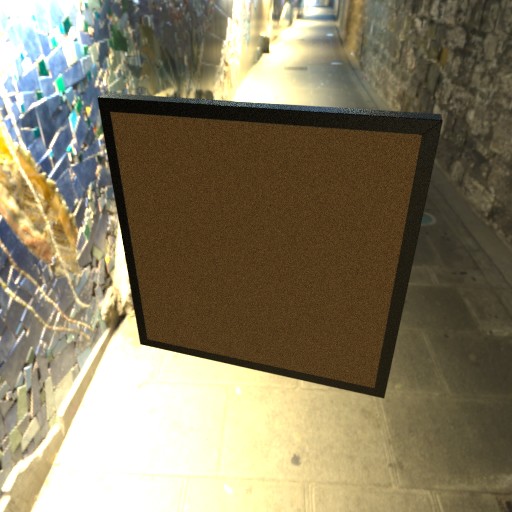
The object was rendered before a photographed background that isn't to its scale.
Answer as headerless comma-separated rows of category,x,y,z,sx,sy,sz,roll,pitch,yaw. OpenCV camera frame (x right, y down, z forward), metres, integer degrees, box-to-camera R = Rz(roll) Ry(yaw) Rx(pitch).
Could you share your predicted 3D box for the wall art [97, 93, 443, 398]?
wall art,0.000,0.000,0.770,0.508,0.508,0.036,9,32,14
